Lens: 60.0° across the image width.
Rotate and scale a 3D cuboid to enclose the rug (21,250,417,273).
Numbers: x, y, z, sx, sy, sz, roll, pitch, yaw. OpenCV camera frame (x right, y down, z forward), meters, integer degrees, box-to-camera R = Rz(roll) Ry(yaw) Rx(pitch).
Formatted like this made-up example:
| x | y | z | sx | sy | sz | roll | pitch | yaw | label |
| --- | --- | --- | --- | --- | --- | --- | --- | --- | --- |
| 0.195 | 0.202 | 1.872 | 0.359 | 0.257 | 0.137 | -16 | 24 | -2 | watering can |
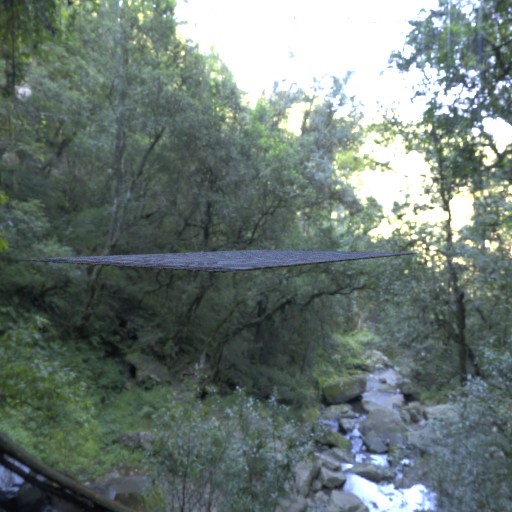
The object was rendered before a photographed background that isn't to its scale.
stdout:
| x | y | z | sx | sy | sz | roll | pitch | yaw | label |
| --- | --- | --- | --- | --- | --- | --- | --- | --- | --- |
| 0.000 | 0.000 | 3.004 | 1.524 | 0.011 | 2.438 | 2 | 3 | 36 | rug |
